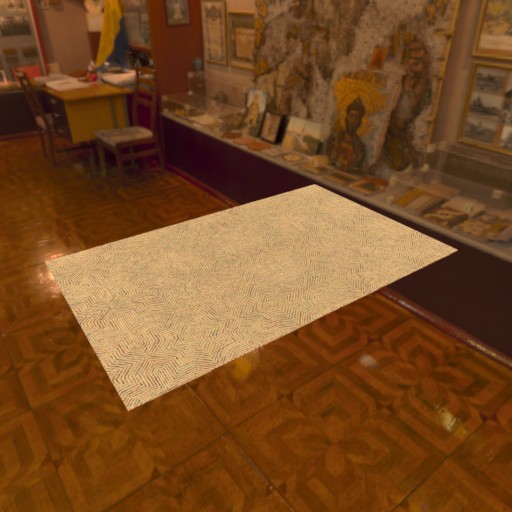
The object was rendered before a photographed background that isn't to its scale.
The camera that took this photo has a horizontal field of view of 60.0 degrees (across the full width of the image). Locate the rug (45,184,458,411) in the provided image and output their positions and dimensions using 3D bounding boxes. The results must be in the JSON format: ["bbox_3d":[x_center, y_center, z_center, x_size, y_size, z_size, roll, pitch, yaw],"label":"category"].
[{"bbox_3d":[0.000,0.000,3.064,2.428,0.007,1.519,-20,36,-30],"label":"rug"}]
